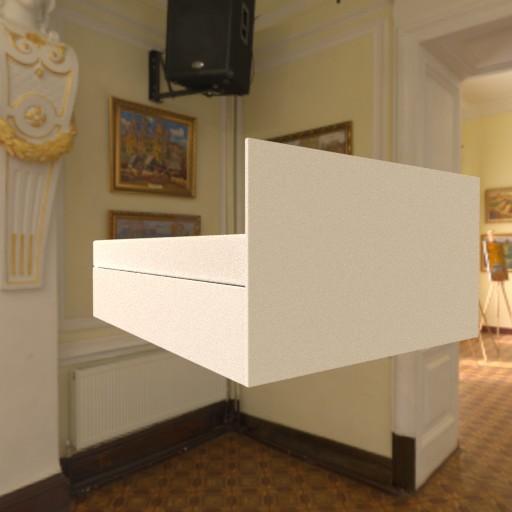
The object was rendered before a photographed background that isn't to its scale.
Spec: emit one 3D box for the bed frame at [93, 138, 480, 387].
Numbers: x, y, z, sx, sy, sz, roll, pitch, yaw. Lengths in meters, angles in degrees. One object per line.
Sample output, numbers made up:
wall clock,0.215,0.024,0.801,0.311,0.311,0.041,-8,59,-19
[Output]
bed frame,0.000,0.000,2.597,1.400,0.800,1.900,-1,1,-35
